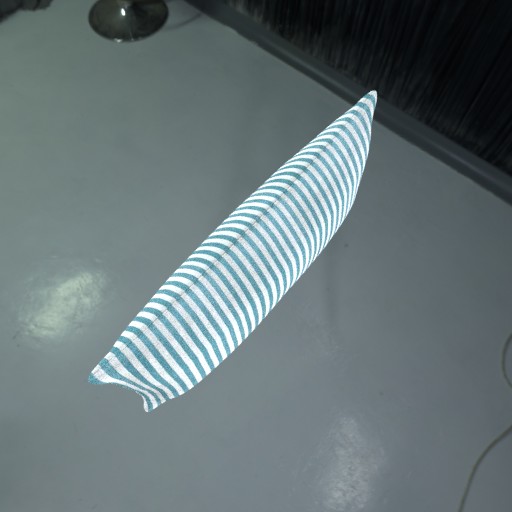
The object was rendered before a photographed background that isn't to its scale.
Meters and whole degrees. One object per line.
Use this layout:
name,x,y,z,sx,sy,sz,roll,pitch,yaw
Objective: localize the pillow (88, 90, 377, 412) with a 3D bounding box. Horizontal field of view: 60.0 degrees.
pillow,0.000,0.000,0.757,0.151,0.295,0.617,37,69,17
